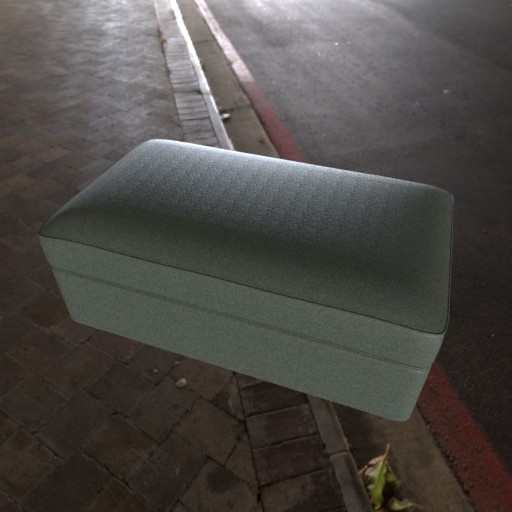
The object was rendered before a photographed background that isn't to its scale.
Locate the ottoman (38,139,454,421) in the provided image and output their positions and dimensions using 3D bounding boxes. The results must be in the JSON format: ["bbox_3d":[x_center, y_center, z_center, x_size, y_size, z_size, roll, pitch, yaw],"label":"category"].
[{"bbox_3d":[0.000,0.000,1.519,1.173,0.494,0.681,13,42,15],"label":"ottoman"}]
